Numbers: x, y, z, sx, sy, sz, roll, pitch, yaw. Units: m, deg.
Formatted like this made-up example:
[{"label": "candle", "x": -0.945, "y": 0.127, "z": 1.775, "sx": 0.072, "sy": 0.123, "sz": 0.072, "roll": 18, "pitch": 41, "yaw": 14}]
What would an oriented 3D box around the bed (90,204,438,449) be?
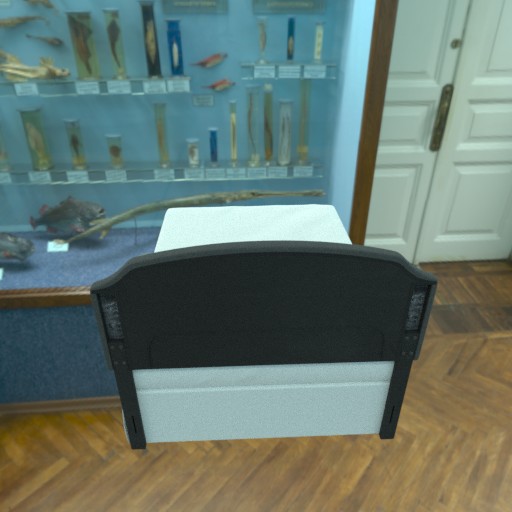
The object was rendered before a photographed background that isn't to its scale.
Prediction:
[{"label": "bed", "x": 0.000, "y": 0.000, "z": 3.002, "sx": 1.558, "sy": 1.270, "sz": 1.999, "roll": -1, "pitch": 31, "yaw": -2}]
